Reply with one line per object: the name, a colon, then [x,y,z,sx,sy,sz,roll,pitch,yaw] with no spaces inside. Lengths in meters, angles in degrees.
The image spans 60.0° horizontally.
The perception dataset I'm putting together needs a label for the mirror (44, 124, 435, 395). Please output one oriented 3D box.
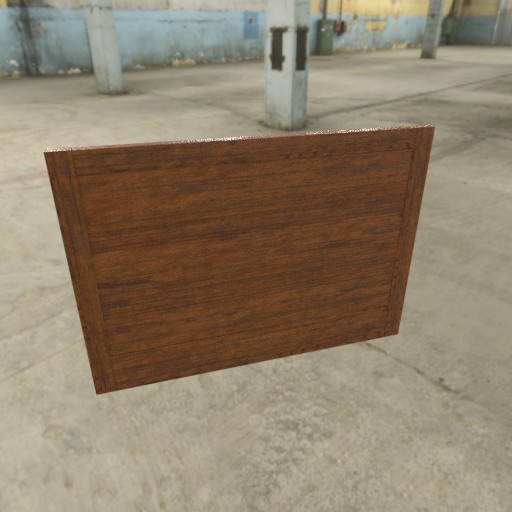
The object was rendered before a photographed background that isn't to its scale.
mirror: [0.000,0.000,0.986,0.758,0.537,0.084,-8,28,-15]
